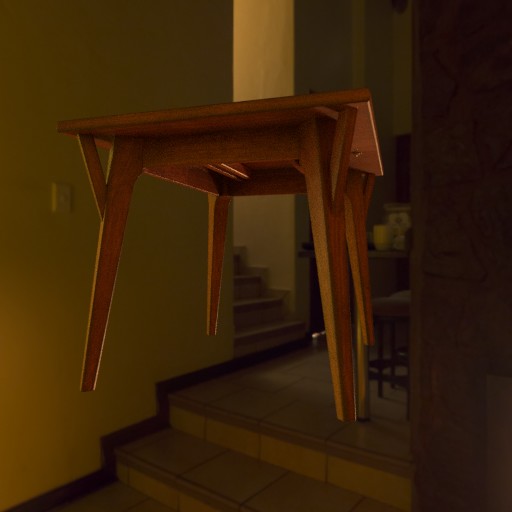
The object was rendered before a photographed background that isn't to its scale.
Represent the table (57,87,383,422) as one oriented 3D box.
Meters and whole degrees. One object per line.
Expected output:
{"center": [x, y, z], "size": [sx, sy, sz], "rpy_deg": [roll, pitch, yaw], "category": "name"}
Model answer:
{"center": [0.000, 0.000, 1.571], "size": [0.838, 0.761, 0.991], "rpy_deg": [0, 1, 18], "category": "table"}
